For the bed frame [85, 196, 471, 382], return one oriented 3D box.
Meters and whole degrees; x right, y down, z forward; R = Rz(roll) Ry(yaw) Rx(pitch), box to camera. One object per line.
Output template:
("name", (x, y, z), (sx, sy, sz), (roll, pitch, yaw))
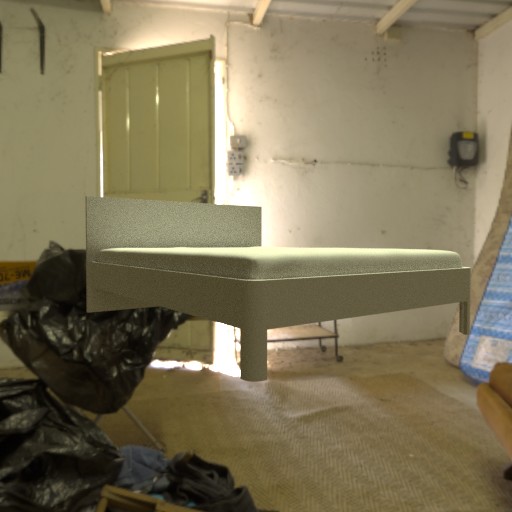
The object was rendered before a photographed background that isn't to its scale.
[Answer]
("bed frame", (0.000, 0.000, 2.707), (1.490, 0.800, 1.950), (-1, 2, -36))
